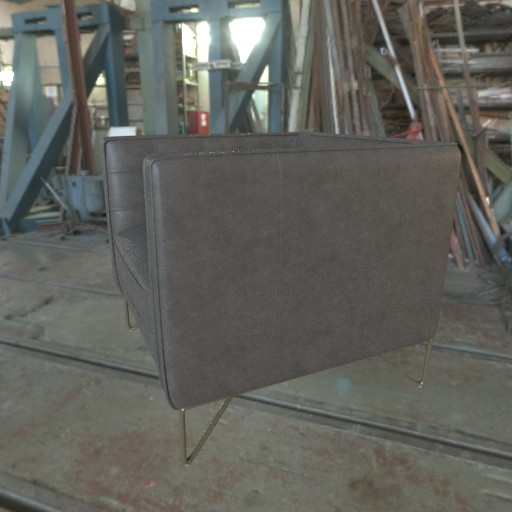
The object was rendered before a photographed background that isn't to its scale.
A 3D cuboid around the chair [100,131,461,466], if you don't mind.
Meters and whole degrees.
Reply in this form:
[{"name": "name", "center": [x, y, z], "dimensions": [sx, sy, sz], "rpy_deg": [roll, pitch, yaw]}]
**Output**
[{"name": "chair", "center": [0.000, 0.000, 1.532], "dimensions": [0.894, 0.790, 0.880], "rpy_deg": [-8, 20, -24]}]
